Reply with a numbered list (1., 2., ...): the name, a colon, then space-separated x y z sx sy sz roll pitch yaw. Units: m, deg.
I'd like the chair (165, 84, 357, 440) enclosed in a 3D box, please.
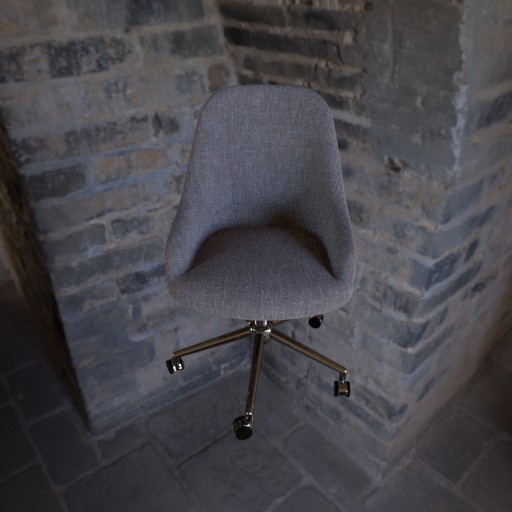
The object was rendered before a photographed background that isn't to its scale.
1. chair: 0.000 0.000 1.461 0.671 0.950 0.712 2 31 2
